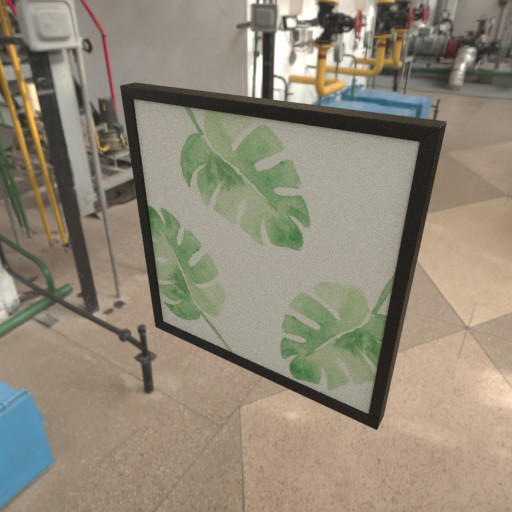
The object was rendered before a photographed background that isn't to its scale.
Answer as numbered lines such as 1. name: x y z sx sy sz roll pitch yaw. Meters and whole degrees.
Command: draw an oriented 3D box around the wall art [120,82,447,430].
1. wall art: 0.000 0.000 0.752 0.508 0.508 0.036 18 35 28
